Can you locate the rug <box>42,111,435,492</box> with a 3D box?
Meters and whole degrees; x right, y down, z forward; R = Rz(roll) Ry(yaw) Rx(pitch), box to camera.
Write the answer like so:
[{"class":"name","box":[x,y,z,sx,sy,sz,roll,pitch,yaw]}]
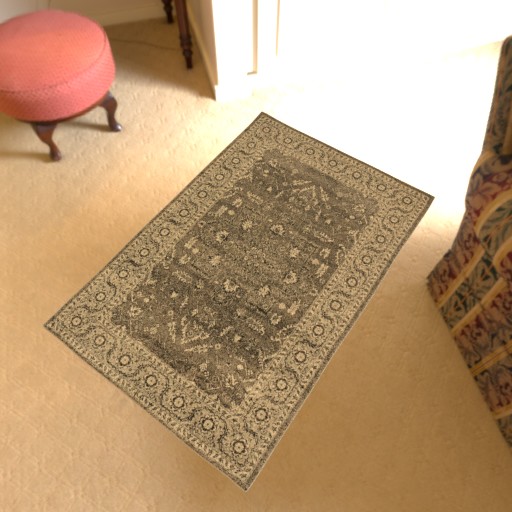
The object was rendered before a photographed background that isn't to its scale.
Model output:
[{"class":"rug","box":[0.000,0.000,2.309,1.209,0.019,1.828,31,64,18]}]
